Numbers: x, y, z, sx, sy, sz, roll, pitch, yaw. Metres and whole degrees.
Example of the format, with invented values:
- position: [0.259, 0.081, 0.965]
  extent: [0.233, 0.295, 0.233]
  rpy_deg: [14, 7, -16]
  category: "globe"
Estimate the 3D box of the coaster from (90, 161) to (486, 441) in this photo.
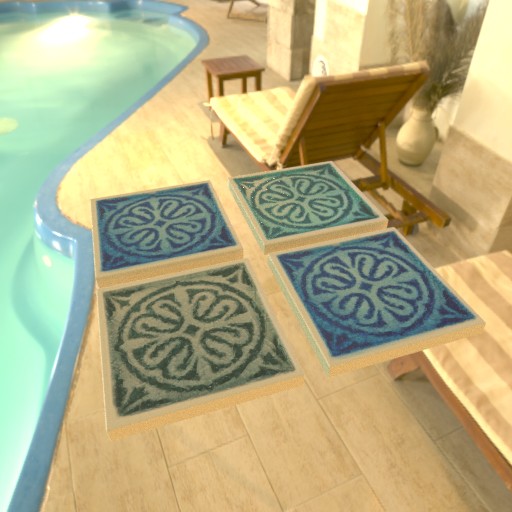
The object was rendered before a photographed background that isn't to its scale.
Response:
- position: [0.000, 0.000, 0.317]
  extent: [0.219, 0.010, 0.214]
  rpy_deg: [-12, 41, -14]
  category: "coaster"
